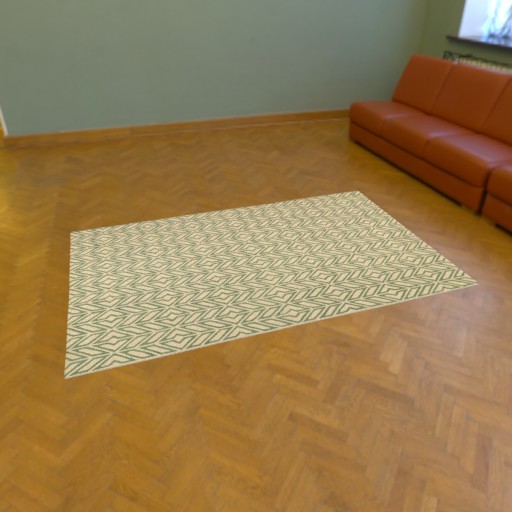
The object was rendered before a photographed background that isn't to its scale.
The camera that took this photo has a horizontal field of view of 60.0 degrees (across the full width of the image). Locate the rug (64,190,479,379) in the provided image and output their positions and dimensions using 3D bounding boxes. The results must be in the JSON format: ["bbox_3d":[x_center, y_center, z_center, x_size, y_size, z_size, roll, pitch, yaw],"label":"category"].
[{"bbox_3d":[0.000,0.000,3.049,2.435,0.011,1.517,-10,33,-16],"label":"rug"}]
